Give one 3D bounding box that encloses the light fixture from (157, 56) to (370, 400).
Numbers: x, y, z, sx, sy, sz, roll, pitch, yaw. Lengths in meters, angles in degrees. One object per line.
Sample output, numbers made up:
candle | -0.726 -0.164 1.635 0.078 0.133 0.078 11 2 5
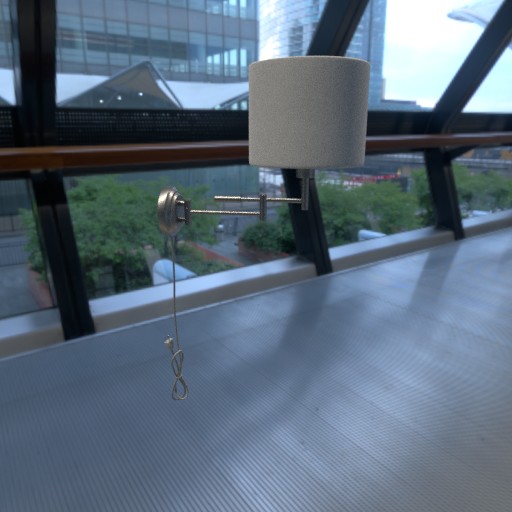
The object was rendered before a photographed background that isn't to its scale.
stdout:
light fixture | 0.000 0.000 1.065 0.479 0.842 0.253 3 15 10
